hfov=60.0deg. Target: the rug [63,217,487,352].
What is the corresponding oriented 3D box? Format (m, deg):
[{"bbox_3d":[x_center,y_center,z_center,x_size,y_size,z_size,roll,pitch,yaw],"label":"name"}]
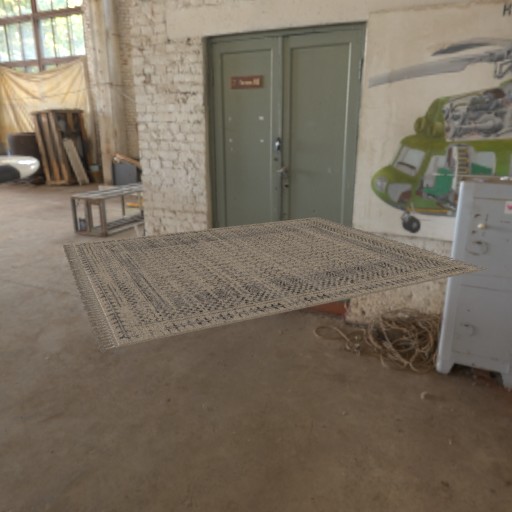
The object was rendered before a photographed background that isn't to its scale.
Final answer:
[{"bbox_3d":[0.000,0.000,3.827,2.940,0.013,2.312,-8,18,-26],"label":"rug"}]
